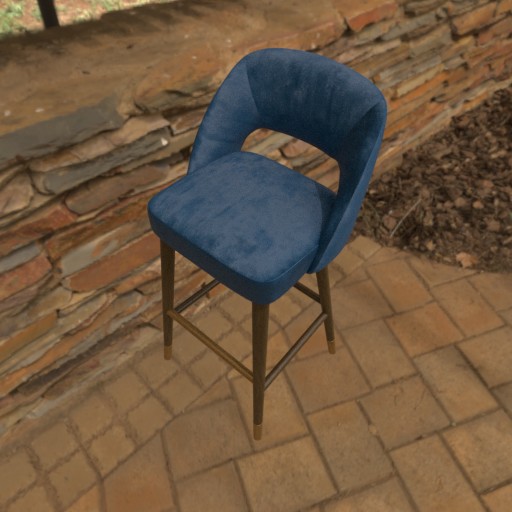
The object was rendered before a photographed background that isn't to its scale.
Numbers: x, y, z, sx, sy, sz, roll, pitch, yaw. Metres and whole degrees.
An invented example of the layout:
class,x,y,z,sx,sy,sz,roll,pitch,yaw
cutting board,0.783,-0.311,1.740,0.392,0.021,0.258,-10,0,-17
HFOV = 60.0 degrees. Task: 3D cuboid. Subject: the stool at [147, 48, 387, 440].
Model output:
class,x,y,z,sx,sy,sz,roll,pitch,yaw
stool,0.000,0.000,1.307,0.514,1.016,0.515,33,54,27
